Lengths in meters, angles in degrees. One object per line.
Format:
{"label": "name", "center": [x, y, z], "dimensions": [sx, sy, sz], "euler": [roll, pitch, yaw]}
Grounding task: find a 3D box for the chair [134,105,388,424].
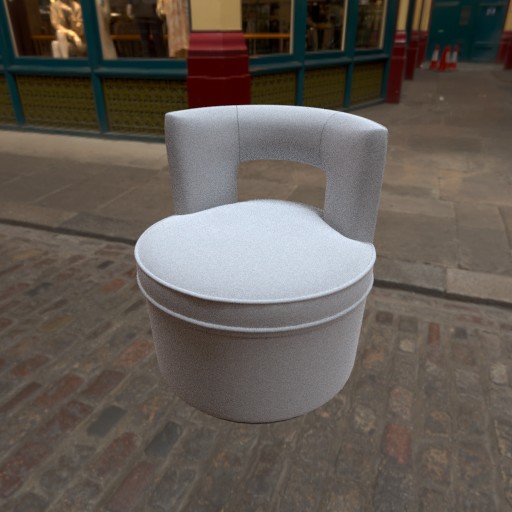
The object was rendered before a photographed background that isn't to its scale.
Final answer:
{"label": "chair", "center": [0.000, 0.000, 1.247], "dimensions": [0.650, 0.723, 0.665], "euler": [9, 29, 17]}
